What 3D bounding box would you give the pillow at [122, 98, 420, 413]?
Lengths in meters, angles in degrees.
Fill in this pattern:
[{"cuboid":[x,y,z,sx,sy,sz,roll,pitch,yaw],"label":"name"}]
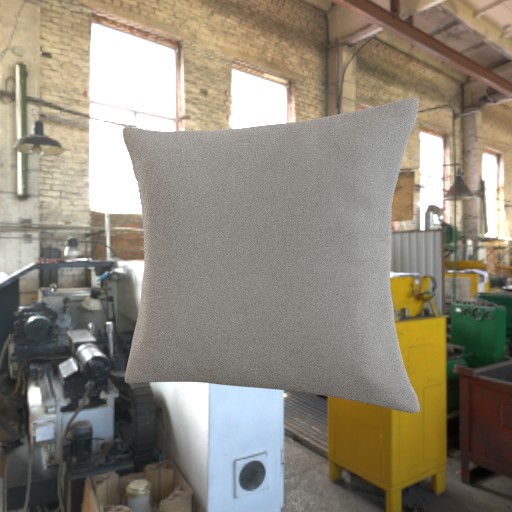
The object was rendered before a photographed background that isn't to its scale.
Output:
[{"cuboid":[0.000,0.000,0.796,0.552,0.508,0.166,0,0,18],"label":"pillow"}]
